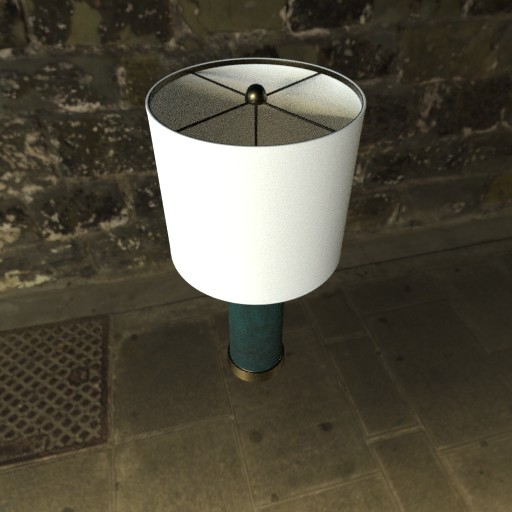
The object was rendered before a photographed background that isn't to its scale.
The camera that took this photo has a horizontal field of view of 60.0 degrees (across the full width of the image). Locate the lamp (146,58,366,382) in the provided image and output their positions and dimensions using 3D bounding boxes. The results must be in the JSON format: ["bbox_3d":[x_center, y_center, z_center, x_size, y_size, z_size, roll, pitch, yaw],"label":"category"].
[{"bbox_3d":[0.000,0.000,0.815,0.301,0.630,0.301,0,42,0],"label":"lamp"}]
